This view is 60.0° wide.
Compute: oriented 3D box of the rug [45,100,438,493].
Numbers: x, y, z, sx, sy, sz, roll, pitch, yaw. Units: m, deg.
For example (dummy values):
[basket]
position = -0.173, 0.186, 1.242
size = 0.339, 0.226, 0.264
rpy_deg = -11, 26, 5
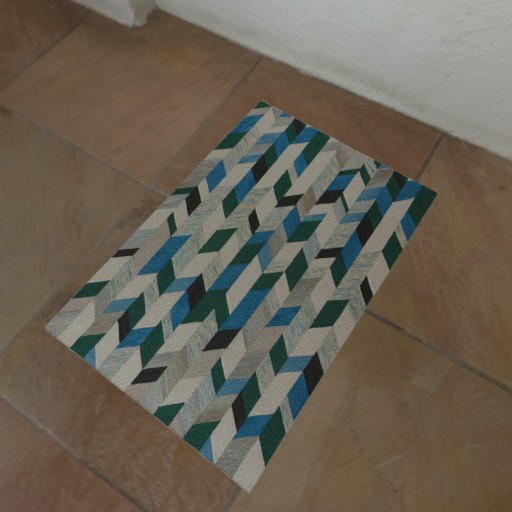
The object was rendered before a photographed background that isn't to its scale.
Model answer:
[rug]
position = 0.000, 0.000, 2.322
size = 1.229, 0.005, 1.827
rpy_deg = 33, 68, 15
